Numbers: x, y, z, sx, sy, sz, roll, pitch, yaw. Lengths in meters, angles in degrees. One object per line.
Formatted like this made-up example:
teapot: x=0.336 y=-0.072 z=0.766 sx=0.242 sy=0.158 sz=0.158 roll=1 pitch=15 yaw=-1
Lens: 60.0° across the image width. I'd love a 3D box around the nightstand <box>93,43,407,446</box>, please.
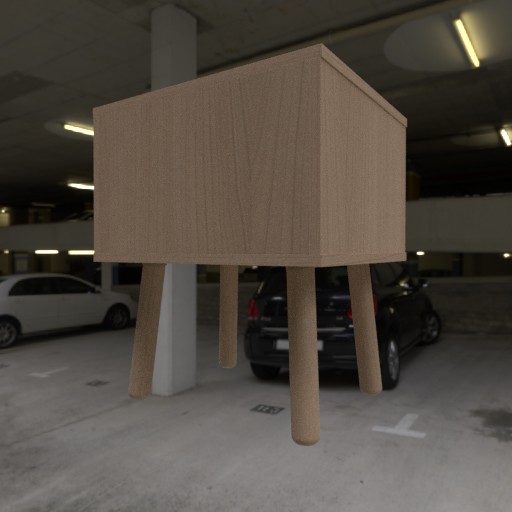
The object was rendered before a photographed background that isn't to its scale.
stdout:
nightstand: x=0.000 y=0.000 z=0.831 sx=0.450 sy=0.530 sz=0.380 roll=1 pitch=1 yaw=34
